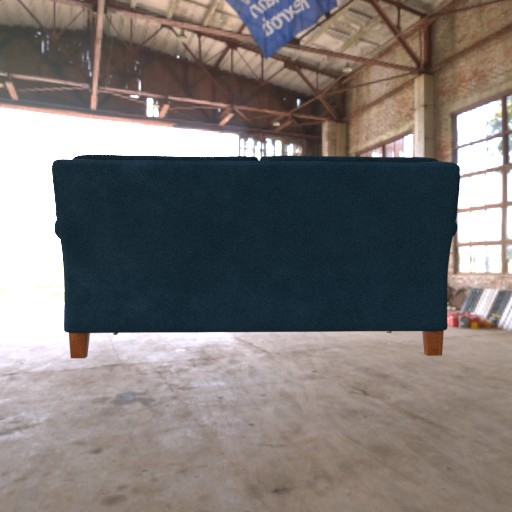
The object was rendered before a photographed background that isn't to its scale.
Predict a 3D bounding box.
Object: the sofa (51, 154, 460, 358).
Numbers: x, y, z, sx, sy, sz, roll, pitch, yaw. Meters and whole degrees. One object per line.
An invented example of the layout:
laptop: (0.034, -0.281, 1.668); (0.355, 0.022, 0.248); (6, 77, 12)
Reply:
sofa: (0.000, 0.000, 2.728); (2.141, 1.101, 1.084); (0, -1, -2)
